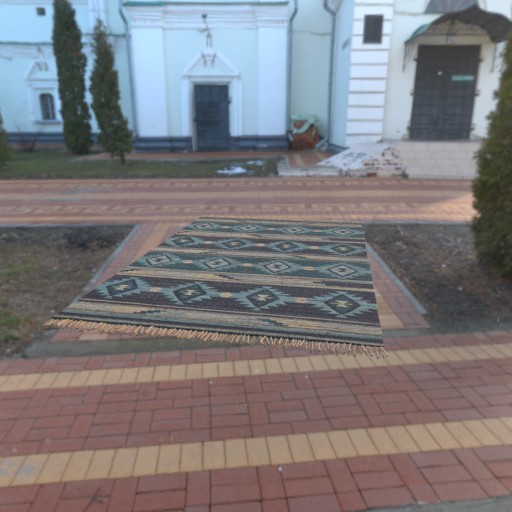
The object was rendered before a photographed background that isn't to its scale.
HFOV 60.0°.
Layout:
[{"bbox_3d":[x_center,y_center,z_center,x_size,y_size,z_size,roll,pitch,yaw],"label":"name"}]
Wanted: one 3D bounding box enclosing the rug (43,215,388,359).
[{"bbox_3d":[0.000,0.000,2.353,1.181,0.028,1.936,3,17,10],"label":"rug"}]
